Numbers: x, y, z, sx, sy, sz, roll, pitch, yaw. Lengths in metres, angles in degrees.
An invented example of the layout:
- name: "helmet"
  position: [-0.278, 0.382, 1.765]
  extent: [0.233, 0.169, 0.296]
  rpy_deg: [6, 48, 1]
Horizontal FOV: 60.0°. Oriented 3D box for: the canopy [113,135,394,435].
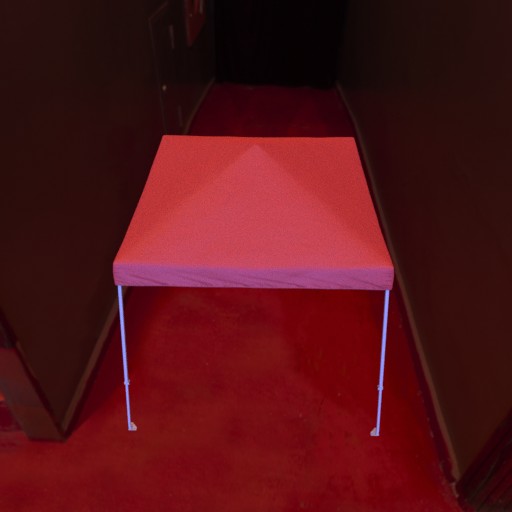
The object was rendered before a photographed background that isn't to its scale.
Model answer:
- name: "canopy"
  position: [0.000, 0.000, 6.521]
  extent: [3.599, 3.600, 3.600]
  rpy_deg: [1, 42, 1]
